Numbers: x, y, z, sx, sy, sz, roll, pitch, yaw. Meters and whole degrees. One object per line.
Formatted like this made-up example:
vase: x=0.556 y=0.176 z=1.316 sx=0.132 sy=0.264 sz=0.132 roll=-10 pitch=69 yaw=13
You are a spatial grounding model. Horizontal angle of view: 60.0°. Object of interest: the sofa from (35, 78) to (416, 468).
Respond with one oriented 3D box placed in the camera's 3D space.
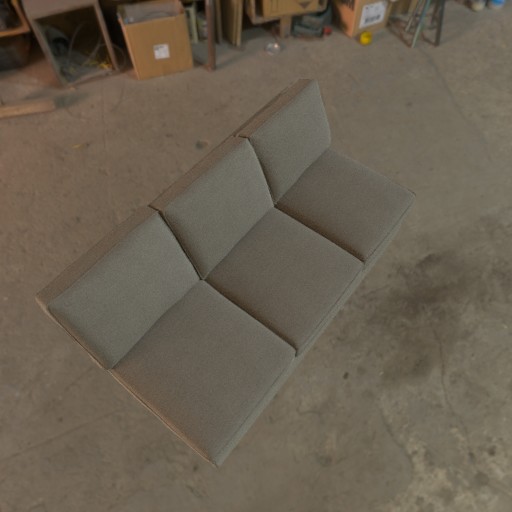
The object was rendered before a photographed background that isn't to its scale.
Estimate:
sofa: x=0.000 y=0.000 z=2.680 sx=1.127 sy=1.036 sz=2.092 roll=34 pitch=64 yaw=19
